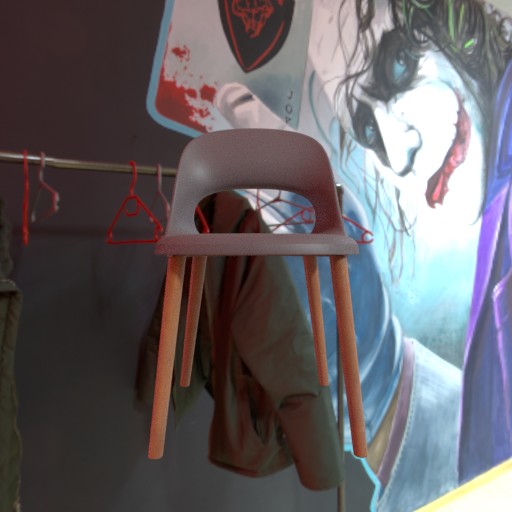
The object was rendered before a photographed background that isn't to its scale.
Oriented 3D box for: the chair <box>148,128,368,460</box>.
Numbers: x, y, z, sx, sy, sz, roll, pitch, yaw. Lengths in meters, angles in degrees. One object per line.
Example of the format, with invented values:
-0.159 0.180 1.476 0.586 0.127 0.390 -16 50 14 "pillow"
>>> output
0.000 0.000 1.131 0.470 0.795 0.556 0 1 -1 "chair"
